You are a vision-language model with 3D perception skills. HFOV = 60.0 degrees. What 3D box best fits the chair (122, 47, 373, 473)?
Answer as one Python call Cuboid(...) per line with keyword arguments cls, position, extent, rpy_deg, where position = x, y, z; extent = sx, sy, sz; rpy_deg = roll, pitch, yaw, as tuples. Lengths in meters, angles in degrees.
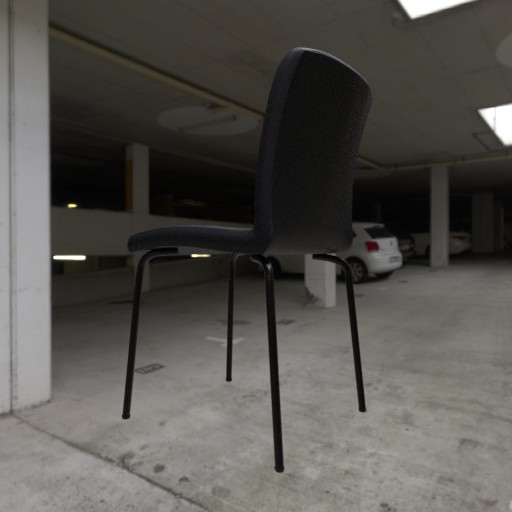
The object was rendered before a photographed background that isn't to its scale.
Cuboid(cls="chair", position=(0.000, 0.000, 1.193), extent=(0.572, 0.872, 0.450), rpy_deg=(0, 1, 37))
